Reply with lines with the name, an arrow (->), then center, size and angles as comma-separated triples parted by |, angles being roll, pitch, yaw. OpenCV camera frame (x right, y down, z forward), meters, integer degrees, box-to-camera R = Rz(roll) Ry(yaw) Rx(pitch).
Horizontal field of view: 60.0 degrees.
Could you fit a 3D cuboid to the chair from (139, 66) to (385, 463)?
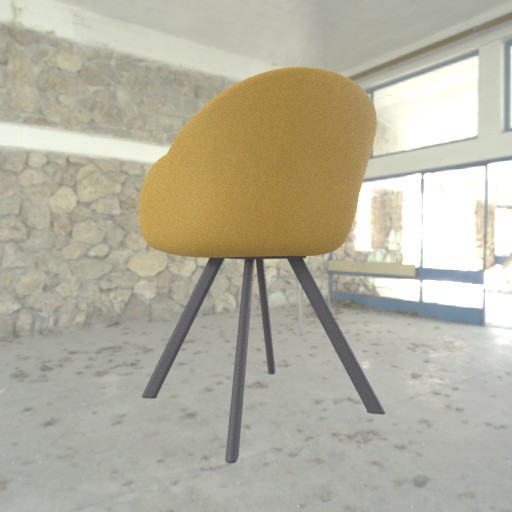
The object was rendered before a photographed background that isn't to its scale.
chair -> 0.000, 0.000, 1.183 | 0.551, 0.793, 0.583 | -1, 1, -35
